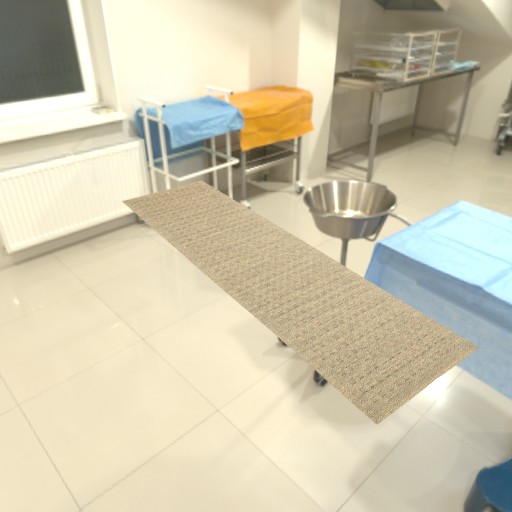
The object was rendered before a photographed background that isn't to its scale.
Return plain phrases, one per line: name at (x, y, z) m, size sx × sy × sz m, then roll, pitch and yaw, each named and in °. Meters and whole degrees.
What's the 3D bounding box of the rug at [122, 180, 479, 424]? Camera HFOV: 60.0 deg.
rug at (0.000, 0.000, 2.642) m, size 0.688 × 0.005 × 2.437 m, roll -21°, pitch 37°, yaw -30°
